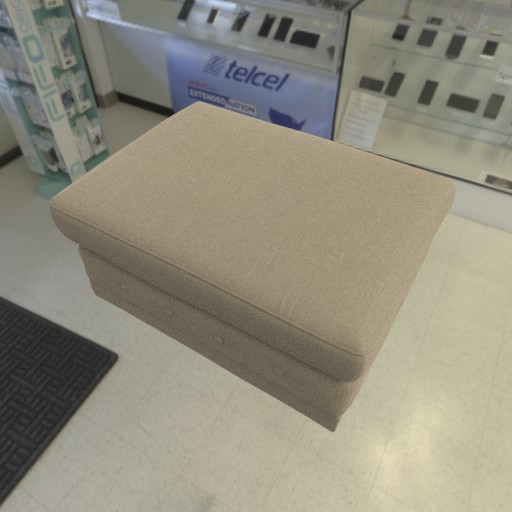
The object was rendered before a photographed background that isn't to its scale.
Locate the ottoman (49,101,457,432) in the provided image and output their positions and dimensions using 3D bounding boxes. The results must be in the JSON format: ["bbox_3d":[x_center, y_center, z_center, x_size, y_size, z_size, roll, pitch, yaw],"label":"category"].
[{"bbox_3d":[0.000,0.000,1.151,0.771,0.500,0.569,24,51,22],"label":"ottoman"}]
